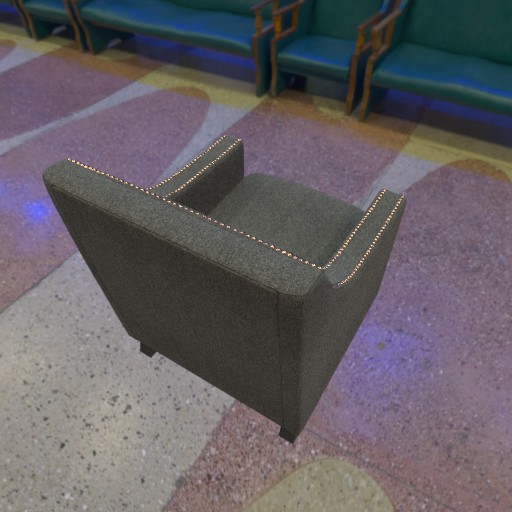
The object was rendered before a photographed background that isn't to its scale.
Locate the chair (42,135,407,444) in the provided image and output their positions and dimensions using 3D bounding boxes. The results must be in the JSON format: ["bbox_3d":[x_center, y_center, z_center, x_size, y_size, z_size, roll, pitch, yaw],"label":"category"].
[{"bbox_3d":[0.000,0.000,1.573,0.776,0.967,0.884,24,51,21],"label":"chair"}]
